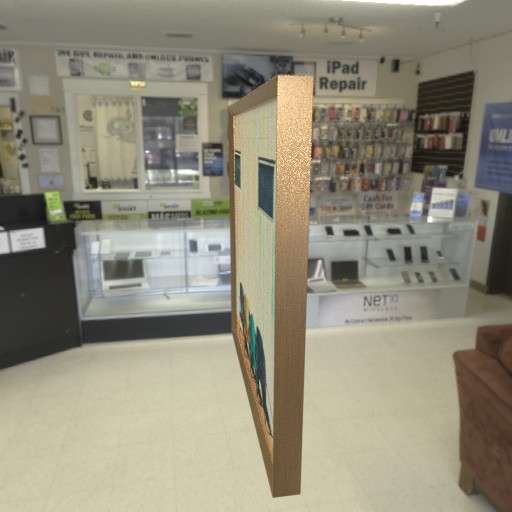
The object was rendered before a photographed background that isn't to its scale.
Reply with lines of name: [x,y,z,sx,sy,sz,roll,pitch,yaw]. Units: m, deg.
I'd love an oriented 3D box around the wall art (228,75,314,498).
wall art: [0.000,0.000,0.744,0.037,0.505,0.505,-2,15,-9]
